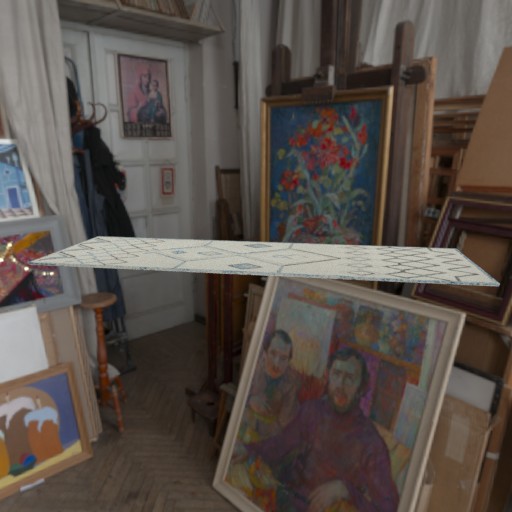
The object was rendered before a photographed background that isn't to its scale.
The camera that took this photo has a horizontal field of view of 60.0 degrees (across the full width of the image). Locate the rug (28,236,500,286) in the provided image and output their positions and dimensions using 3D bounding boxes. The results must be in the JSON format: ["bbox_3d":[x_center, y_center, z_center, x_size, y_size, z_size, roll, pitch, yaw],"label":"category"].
[{"bbox_3d":[0.000,0.000,2.626,2.434,0.013,0.770,2,14,9],"label":"rug"}]
